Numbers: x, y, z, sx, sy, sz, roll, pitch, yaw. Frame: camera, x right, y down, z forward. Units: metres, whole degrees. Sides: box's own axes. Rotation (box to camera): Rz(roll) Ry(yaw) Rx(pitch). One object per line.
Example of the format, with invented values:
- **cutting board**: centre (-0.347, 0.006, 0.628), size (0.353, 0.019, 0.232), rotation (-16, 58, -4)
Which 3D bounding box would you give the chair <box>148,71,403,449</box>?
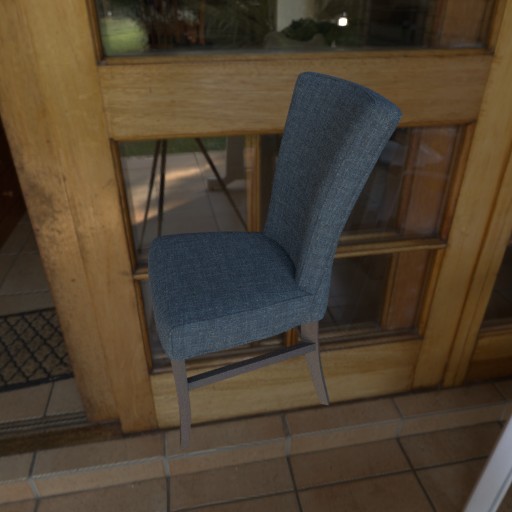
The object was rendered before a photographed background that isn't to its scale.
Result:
- **chair**: centre (0.000, 0.000, 1.373), size (0.660, 0.991, 0.520), rotation (-8, 31, -14)
